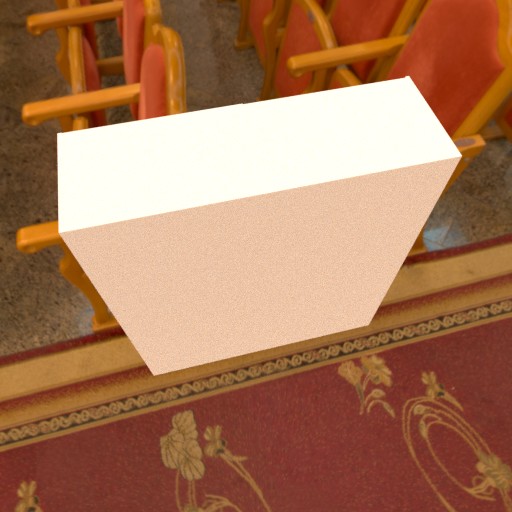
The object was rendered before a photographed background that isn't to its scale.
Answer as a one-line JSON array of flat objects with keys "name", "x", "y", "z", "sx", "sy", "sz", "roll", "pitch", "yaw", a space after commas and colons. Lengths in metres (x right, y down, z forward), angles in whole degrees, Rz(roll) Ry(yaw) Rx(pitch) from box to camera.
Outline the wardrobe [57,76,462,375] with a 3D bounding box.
[{"name": "wardrobe", "x": 0.000, "y": 0.000, "z": 2.964, "sx": 1.830, "sy": 2.020, "sz": 0.600, "roll": -12, "pitch": 59, "yaw": -7}]
